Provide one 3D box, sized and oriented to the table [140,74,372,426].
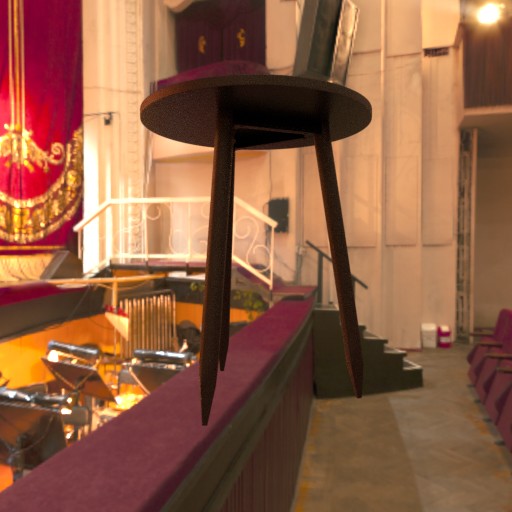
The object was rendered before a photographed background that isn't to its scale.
[{"bbox_3d":[0.000,0.000,0.909,0.457,0.585,0.457,0,1,0],"label":"table"}]
